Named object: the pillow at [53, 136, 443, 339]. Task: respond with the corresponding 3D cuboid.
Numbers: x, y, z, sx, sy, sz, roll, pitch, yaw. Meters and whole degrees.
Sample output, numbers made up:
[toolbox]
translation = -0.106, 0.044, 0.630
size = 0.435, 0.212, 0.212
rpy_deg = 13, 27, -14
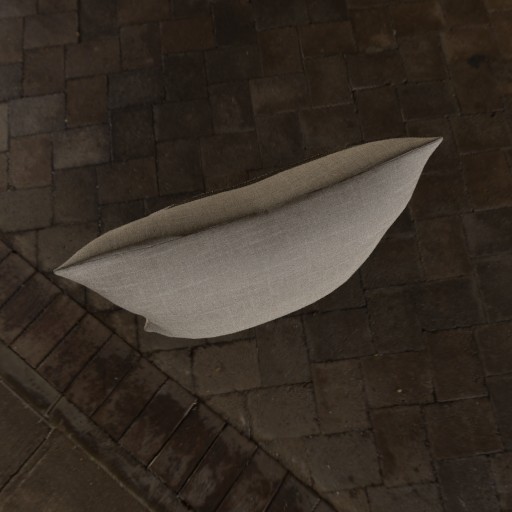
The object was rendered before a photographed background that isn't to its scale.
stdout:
[pillow]
translation = 0.000, 0.000, 0.624
size = 0.424, 0.400, 0.169
rpy_deg = -20, 74, -6
